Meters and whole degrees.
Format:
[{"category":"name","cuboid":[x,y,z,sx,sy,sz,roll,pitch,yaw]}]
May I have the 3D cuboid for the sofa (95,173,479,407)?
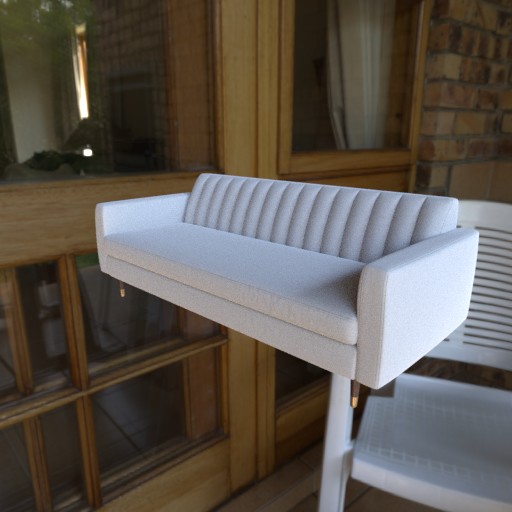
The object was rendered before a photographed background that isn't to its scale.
[{"category":"sofa","cuboid":[0.000,0.000,2.716,2.291,0.821,0.990,15,21,42]}]
